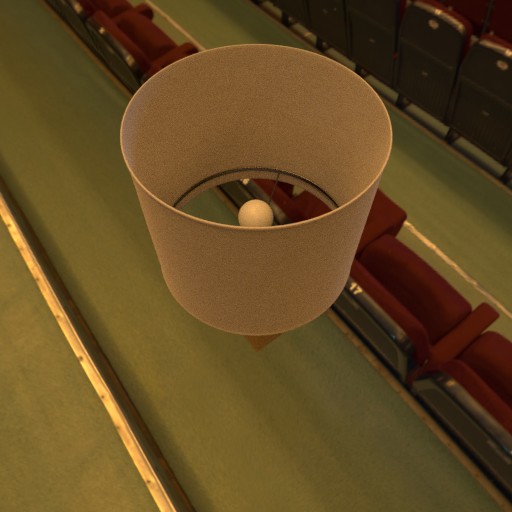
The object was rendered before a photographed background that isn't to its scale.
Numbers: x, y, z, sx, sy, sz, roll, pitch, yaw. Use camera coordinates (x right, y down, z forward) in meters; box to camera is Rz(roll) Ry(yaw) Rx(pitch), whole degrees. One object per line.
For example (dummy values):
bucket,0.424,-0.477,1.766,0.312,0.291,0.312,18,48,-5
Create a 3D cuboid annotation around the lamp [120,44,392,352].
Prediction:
lamp,0.000,0.000,0.550,0.229,0.417,0.229,-32,62,-19
